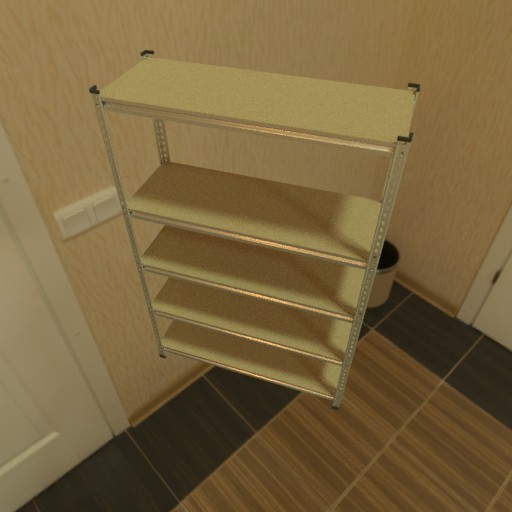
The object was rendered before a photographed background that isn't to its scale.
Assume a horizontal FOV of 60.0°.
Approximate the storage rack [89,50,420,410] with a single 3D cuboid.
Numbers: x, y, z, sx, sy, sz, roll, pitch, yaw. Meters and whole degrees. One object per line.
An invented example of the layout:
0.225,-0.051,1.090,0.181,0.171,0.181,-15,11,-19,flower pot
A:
0.000,0.000,2.362,1.219,1.829,0.457,13,45,13,storage rack
